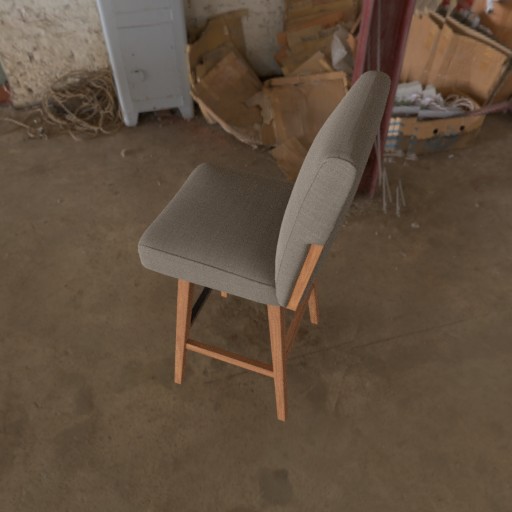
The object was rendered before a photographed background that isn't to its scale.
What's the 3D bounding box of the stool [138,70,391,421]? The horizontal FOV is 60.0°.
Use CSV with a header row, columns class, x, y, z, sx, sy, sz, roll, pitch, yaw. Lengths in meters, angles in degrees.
class,x,y,z,sx,sy,sz,roll,pitch,yaw
stool,0.000,0.000,1.404,0.570,1.112,0.483,15,48,14
